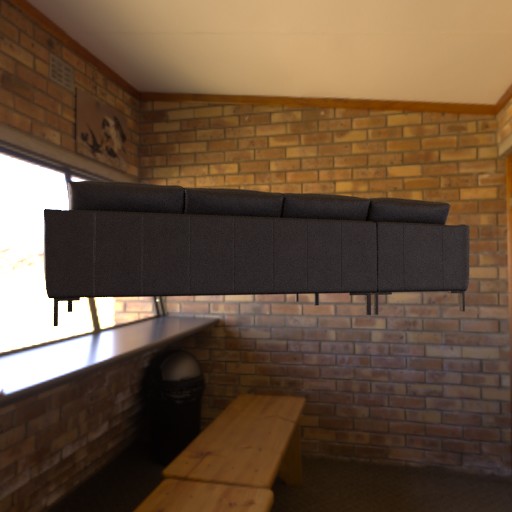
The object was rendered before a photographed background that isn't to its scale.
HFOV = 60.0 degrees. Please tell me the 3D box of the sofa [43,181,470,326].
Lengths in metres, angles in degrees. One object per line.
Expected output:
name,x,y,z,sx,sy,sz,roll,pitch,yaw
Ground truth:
sofa,0.000,0.000,3.609,2.993,0.859,1.471,1,-2,-19
